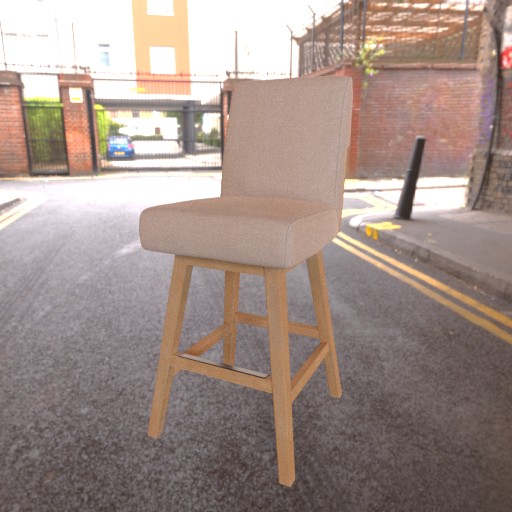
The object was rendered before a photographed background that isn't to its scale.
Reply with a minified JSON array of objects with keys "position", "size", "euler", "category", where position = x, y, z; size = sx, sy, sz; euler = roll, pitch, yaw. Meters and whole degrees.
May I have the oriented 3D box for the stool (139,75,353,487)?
[{"position":[0.000,0.000,1.282],"size":[0.446,1.015,0.543],"euler":[7,16,25],"category":"stool"}]
